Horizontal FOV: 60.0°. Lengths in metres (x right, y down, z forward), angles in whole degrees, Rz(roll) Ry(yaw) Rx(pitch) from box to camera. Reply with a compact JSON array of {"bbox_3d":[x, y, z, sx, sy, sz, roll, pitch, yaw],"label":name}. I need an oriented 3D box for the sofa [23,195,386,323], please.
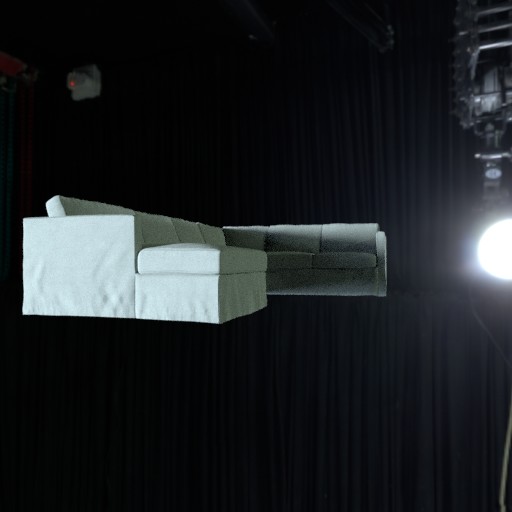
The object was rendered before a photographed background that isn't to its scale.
[{"bbox_3d":[0.000,0.000,4.394,2.440,0.869,3.434,0,-1,18],"label":"sofa"}]
